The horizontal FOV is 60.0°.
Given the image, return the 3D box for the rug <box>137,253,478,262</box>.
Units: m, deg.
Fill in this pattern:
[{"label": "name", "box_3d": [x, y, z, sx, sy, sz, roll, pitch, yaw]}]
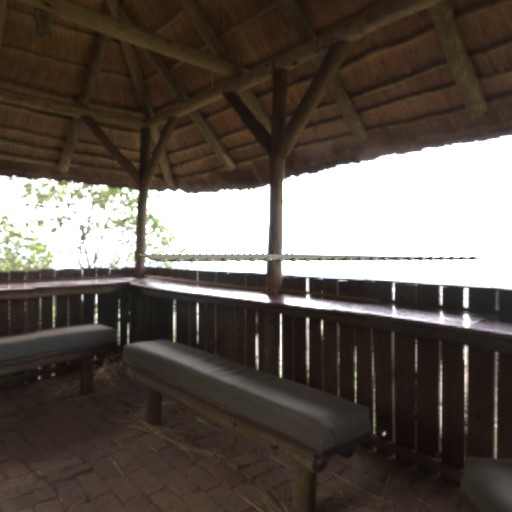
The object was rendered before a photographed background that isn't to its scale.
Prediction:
[{"label": "rug", "box_3d": [0.000, 0.000, 2.363, 1.162, 0.013, 1.875, 0, 1, -17]}]
